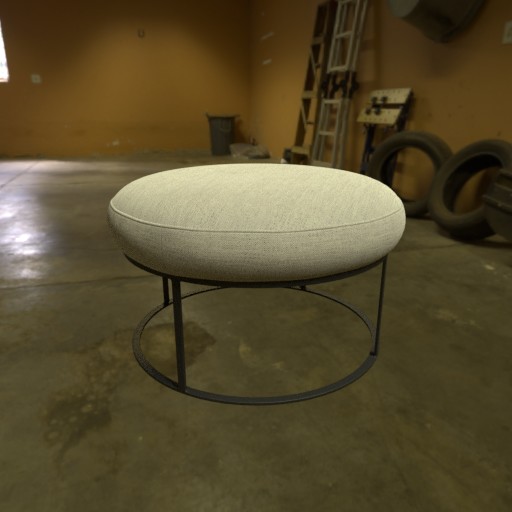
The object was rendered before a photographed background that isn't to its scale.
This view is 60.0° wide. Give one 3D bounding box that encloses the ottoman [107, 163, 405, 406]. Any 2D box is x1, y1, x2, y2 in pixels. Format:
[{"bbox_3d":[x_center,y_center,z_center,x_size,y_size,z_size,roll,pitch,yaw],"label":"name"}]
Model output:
[{"bbox_3d":[0.000,0.000,1.236,0.769,0.459,0.769,0,18,0],"label":"ottoman"}]
